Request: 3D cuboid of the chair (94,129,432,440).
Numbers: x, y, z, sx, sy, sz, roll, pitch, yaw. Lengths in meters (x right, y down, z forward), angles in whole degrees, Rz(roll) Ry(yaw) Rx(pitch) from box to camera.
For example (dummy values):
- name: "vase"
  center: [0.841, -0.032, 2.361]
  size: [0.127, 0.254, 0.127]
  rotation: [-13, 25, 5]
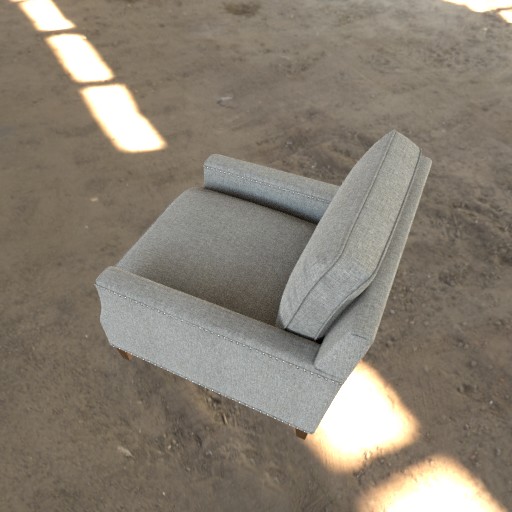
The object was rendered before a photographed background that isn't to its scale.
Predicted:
- name: "chair"
  center: [0.000, 0.000, 1.716]
  size: [1.014, 0.943, 0.853]
  rotation: [19, 50, 17]
